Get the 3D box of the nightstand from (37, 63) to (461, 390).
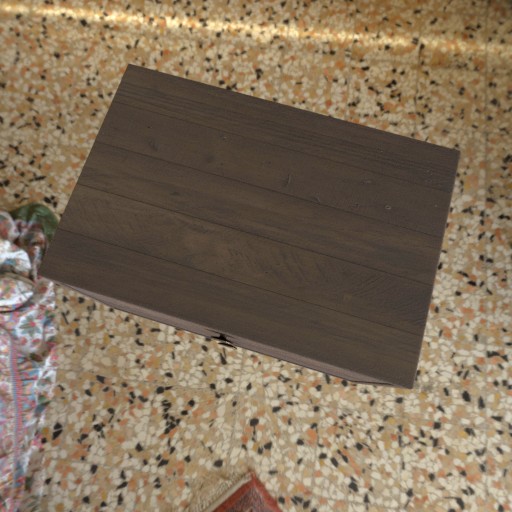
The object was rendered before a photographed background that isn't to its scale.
[{"bbox_3d":[0.000,0.000,1.069,0.650,0.599,0.450,16,76,4],"label":"nightstand"}]
